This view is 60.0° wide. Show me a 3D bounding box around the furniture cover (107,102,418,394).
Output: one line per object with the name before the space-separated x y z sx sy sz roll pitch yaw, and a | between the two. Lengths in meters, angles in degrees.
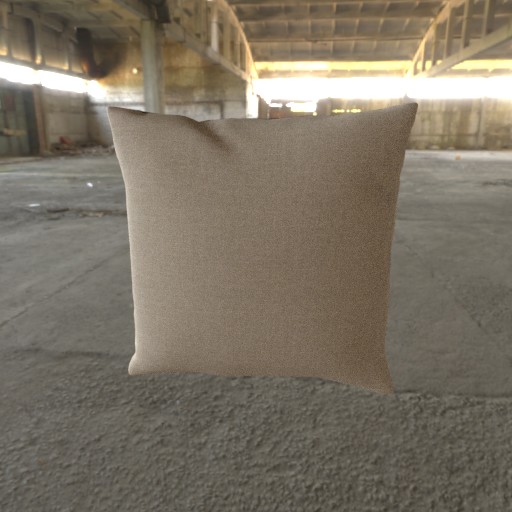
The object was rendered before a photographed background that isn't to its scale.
furniture cover | 0.000 0.000 0.662 0.431 0.431 0.139 2 16 7
